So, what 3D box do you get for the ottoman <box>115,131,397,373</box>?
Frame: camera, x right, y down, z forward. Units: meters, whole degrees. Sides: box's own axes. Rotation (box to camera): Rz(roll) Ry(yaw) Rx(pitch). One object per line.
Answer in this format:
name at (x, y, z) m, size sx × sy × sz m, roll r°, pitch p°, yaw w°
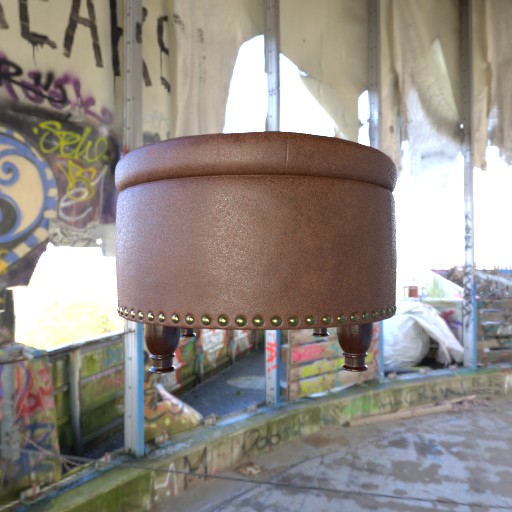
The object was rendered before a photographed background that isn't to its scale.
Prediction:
ottoman at (0.000, 0.000, 1.048) m, size 0.637 × 0.442 × 0.637 m, roll 0°, pitch 0°, yaw 0°
